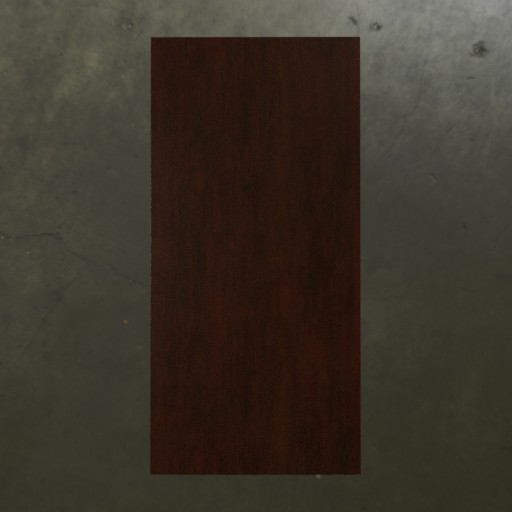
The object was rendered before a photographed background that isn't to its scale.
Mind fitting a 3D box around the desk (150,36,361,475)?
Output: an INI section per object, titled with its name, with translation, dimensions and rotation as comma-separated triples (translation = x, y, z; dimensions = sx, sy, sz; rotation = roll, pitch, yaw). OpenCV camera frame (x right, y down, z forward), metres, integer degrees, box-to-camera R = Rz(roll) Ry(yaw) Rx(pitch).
[desk]
translation = 0.000, 0.000, 1.669
dimensions = 0.612, 0.758, 1.277
rotation = 0, 90, 0
